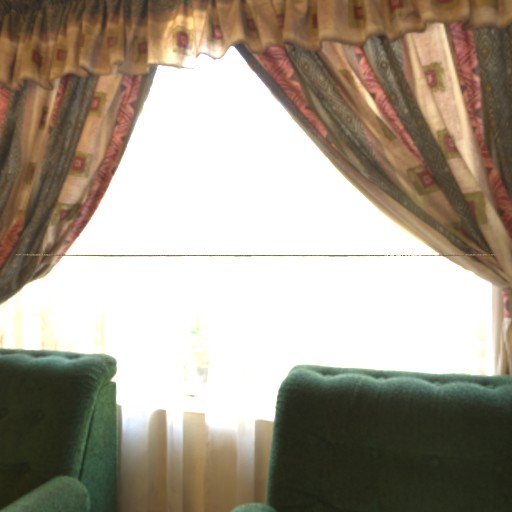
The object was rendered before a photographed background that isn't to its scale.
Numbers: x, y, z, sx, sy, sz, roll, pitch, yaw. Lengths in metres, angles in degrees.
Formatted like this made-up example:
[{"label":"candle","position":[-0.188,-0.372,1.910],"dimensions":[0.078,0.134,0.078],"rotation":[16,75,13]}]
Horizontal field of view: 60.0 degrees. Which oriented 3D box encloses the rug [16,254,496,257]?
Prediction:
[{"label":"rug","position":[0.000,0.000,3.006],"dimensions":[2.453,0.003,1.519],"rotation":[0,0,0]}]
